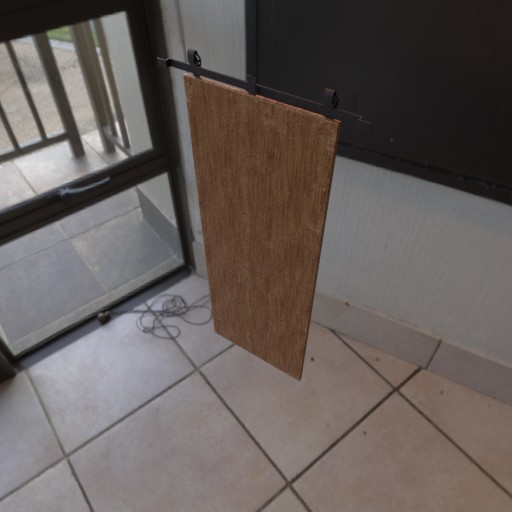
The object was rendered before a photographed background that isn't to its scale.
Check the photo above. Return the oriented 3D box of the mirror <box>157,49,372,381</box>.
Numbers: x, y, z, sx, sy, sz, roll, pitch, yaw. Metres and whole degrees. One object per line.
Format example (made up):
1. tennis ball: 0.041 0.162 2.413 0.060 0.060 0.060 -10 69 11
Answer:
1. mirror: 0.000 0.000 2.104 0.847 1.793 0.042 26 52 22
